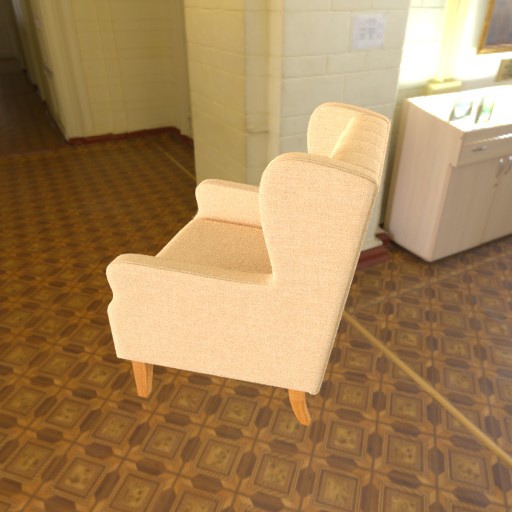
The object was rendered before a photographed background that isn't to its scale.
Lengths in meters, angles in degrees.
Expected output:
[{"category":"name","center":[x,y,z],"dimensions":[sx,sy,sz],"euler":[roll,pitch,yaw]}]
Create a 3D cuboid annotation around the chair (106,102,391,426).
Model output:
[{"category":"chair","center":[0.000,0.000,1.538],"dimensions":[0.760,0.930,0.710],"euler":[9,32,15]}]
